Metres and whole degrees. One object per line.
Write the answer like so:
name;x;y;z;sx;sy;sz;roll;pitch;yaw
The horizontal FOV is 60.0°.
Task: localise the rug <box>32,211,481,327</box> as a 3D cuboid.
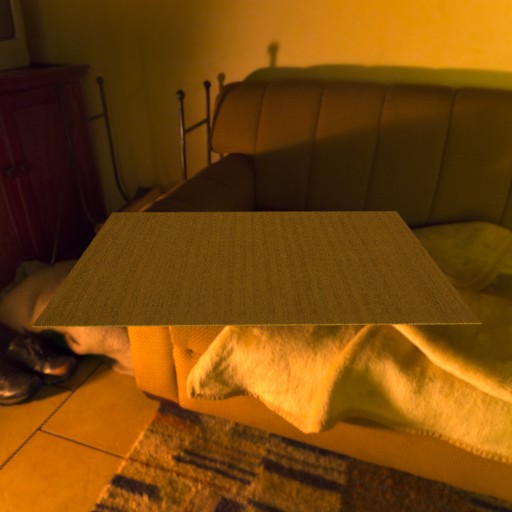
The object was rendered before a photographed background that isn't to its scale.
rug;0.000;0.000;2.233;1.752;0.006;1.142;0;28;-1
